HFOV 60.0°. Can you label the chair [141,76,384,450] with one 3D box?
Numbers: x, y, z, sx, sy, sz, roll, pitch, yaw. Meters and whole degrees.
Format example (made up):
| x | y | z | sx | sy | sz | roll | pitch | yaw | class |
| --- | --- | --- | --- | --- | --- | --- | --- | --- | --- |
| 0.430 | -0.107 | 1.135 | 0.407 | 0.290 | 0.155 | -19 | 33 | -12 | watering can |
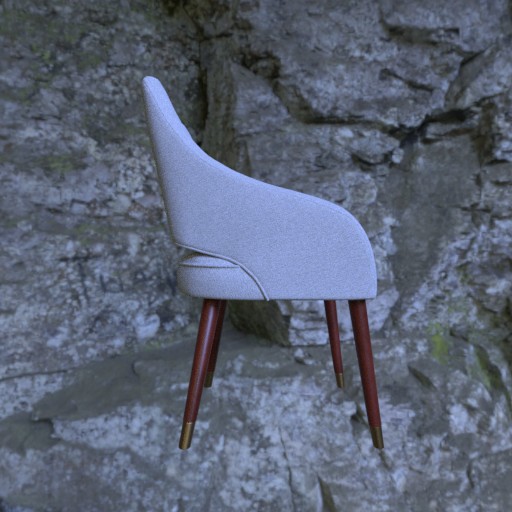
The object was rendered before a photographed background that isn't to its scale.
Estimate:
| x | y | z | sx | sy | sz | roll | pitch | yaw | class |
| --- | --- | --- | --- | --- | --- | --- | --- | --- | --- |
| 0.000 | 0.000 | 1.270 | 0.600 | 0.889 | 0.609 | 0 | 0 | 0 | chair |
